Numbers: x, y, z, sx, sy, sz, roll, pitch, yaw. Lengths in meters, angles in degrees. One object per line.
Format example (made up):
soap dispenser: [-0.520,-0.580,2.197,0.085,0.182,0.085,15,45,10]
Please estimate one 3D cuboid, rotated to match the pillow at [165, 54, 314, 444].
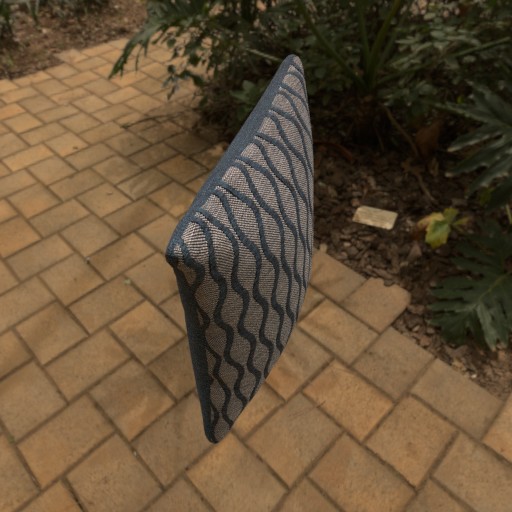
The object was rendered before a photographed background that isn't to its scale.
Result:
pillow: [0.000,0.000,0.665,0.159,0.435,0.435,12,47,11]
